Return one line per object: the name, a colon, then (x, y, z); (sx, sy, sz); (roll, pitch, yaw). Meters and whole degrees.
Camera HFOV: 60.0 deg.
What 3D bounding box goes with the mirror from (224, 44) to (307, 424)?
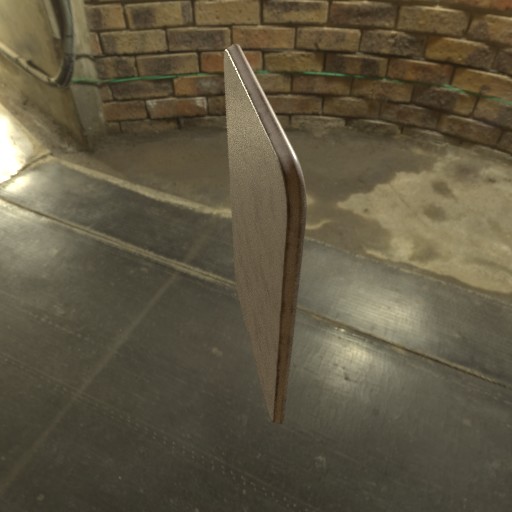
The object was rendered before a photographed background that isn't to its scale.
mirror: (0.000, 0.000, 0.915); (0.024, 0.713, 0.461); (-10, 47, -9)
